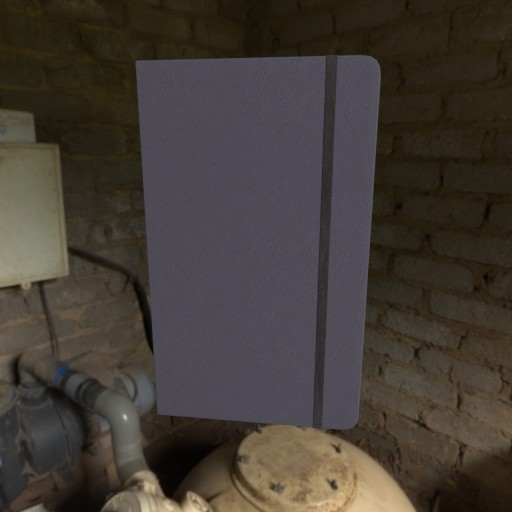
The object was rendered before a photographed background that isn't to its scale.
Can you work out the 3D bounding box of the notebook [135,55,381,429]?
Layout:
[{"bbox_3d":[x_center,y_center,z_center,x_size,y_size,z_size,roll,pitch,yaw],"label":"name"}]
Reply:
[{"bbox_3d":[0.000,0.000,0.259,0.127,0.213,0.016,2,14,8],"label":"notebook"}]
